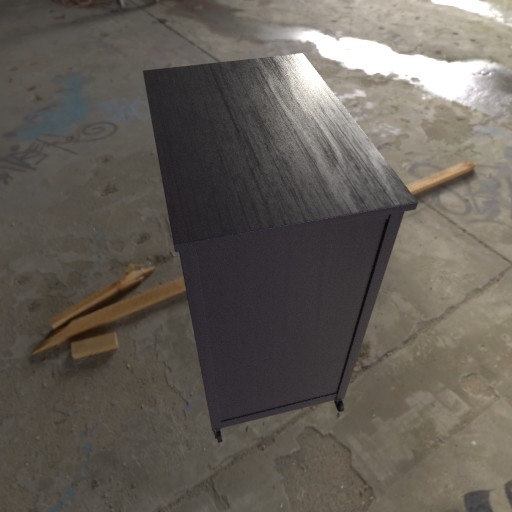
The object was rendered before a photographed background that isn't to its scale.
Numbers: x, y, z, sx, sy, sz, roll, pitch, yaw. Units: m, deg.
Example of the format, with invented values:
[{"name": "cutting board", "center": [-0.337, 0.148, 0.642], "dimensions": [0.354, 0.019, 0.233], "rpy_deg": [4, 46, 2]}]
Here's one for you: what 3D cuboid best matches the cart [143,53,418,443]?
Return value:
[{"name": "cart", "center": [0.000, 0.000, 1.303], "dimensions": [0.449, 0.878, 0.690], "rpy_deg": [-10, 48, -10]}]
